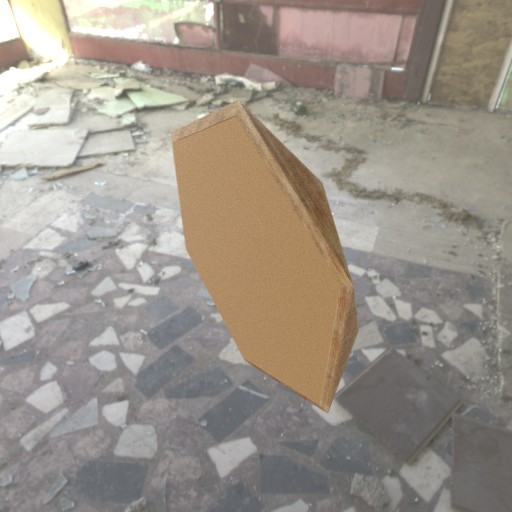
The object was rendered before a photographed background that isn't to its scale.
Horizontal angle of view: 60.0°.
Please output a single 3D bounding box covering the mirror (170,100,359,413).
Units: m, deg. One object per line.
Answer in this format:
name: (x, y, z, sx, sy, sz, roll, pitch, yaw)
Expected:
mirror: (0.000, 0.000, 1.070, 0.091, 0.779, 0.675, -24, 46, -25)
